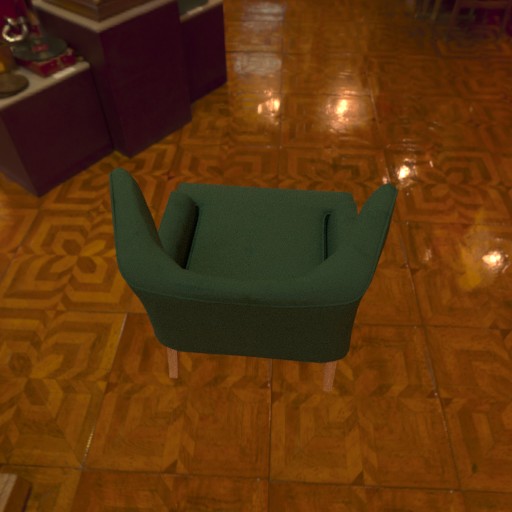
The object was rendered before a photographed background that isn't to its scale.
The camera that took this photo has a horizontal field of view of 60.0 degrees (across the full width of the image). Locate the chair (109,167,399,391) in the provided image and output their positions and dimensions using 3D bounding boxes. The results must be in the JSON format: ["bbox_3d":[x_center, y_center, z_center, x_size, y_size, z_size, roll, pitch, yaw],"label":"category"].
[{"bbox_3d":[0.000,0.000,1.642,0.793,0.952,0.910,4,49,3],"label":"chair"}]
